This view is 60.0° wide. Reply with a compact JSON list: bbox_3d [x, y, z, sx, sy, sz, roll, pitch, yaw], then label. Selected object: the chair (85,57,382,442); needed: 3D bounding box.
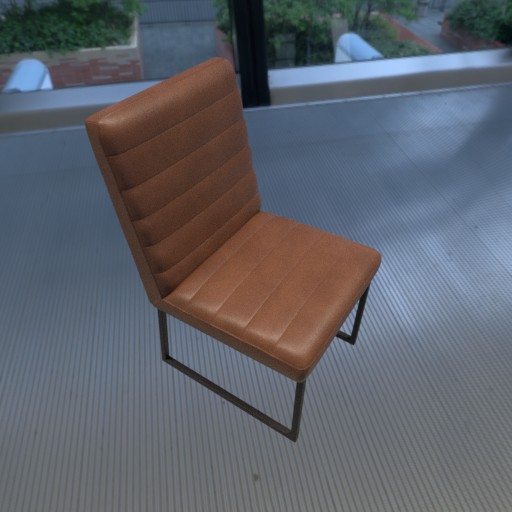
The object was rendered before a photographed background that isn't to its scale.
[{"bbox_3d":[0.000,0.000,1.336,0.634,0.930,0.520,24,47,24],"label":"chair"}]
